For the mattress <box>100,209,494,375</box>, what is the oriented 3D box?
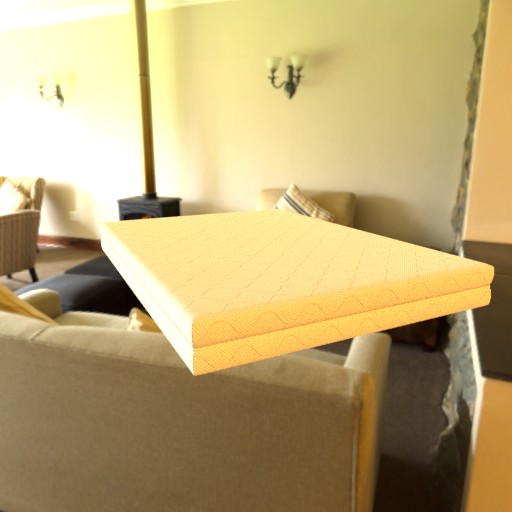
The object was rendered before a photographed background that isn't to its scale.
[{"bbox_3d":[0.000,0.000,2.482,1.400,0.200,1.900,-7,16,-26],"label":"mattress"}]
